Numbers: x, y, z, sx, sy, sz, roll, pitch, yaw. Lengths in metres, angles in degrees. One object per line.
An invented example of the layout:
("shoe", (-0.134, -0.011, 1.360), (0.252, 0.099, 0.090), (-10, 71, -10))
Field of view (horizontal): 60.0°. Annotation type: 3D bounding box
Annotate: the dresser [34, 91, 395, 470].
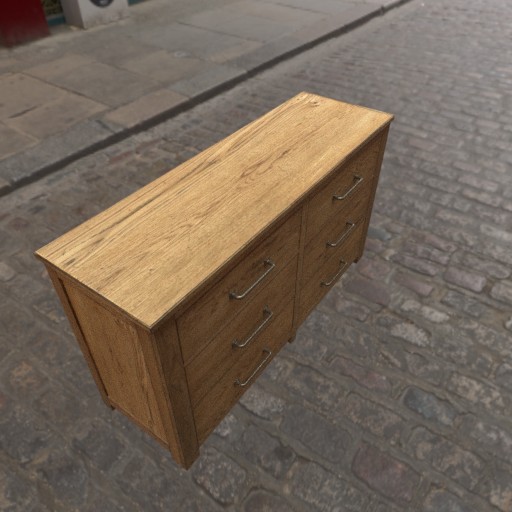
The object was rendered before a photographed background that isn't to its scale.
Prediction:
("dresser", (0.000, 0.000, 2.104), (0.563, 0.932, 1.657), (26, 47, 26))
